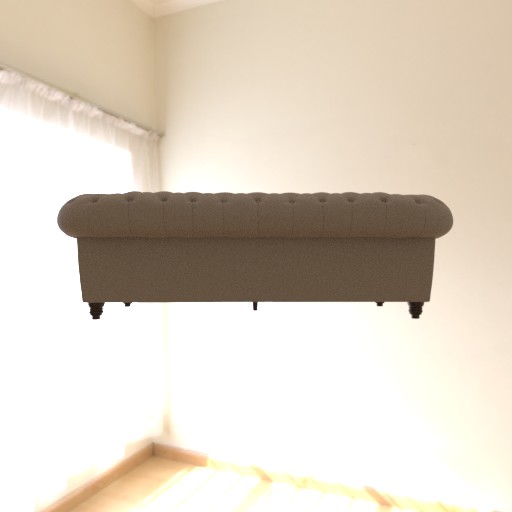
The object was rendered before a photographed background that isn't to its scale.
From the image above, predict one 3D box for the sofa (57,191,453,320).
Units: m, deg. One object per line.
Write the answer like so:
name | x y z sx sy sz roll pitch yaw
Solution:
sofa | 0.000 0.000 2.898 2.411 0.749 0.991 0 0 -1
